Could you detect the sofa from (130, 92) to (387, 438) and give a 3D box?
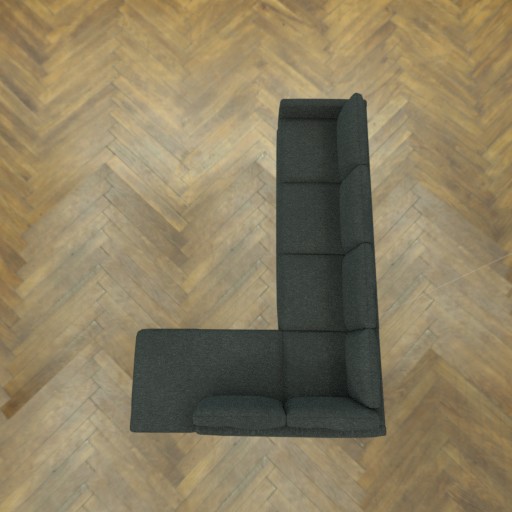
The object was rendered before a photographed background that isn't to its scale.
[{"bbox_3d":[0.000,0.000,3.888,2.007,0.815,2.949,1,75,0],"label":"sofa"}]
